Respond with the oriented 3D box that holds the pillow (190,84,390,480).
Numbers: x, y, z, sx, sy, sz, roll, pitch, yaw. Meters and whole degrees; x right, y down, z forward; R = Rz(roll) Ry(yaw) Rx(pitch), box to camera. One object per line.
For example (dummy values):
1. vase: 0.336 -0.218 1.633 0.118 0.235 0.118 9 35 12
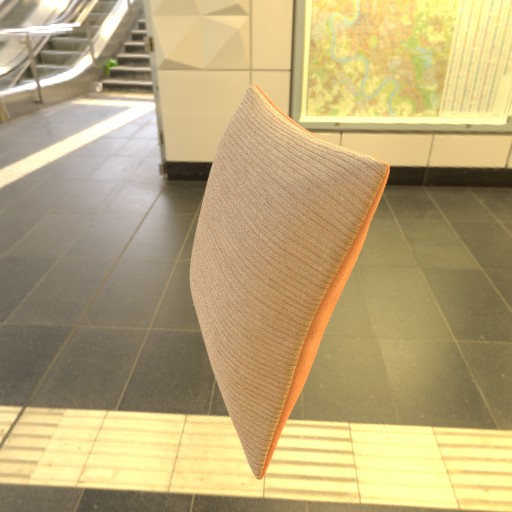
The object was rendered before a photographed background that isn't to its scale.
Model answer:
1. pillow: 0.000 0.000 0.641 0.177 0.401 0.424 -8 31 -14
